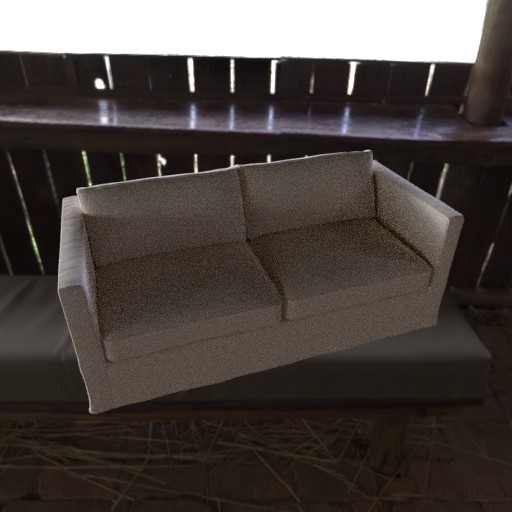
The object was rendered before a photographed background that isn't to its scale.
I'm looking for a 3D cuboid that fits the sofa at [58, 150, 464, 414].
[{"bbox_3d":[0.000,0.000,2.510,1.987,0.870,0.940,-10,34,-16],"label":"sofa"}]
